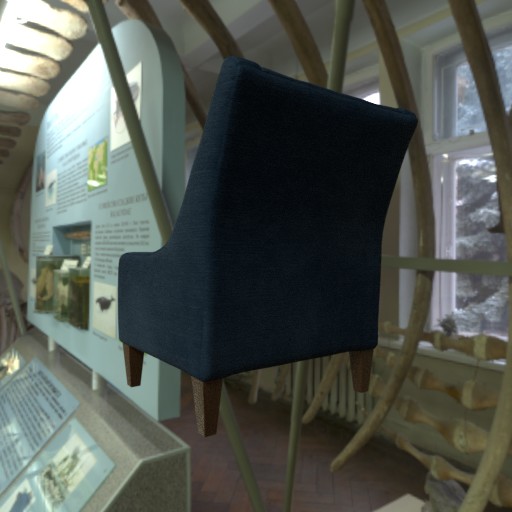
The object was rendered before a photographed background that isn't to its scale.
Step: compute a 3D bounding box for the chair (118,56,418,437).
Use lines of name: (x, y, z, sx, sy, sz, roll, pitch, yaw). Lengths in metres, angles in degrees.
chair: (0.000, 0.000, 1.638, 0.774, 1.014, 0.870, 0, 1, -36)
